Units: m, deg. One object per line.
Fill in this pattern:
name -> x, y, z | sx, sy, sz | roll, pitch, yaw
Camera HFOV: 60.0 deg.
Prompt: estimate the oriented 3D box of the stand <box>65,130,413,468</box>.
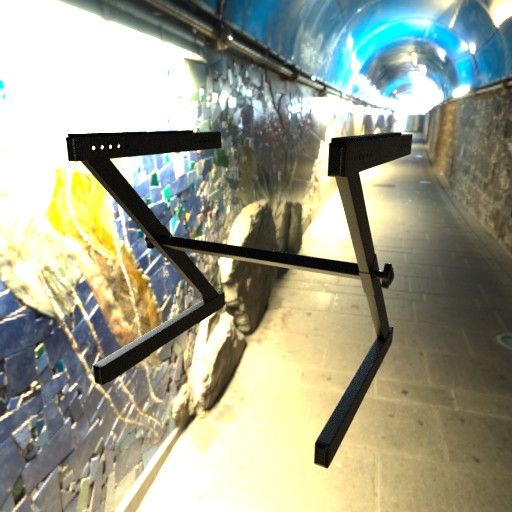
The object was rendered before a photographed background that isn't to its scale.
stand -> 0.000, 0.000, 1.146 | 0.700, 0.617, 0.586 | 9, 19, 27
